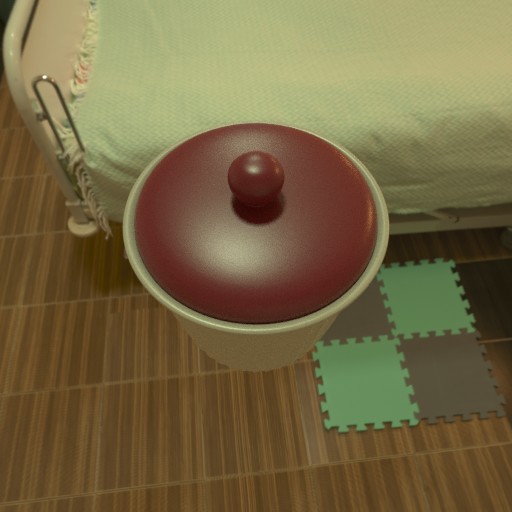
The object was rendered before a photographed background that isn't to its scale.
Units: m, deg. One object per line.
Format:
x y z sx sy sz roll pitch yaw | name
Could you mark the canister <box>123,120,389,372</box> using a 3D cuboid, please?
0.000 0.000 0.354 0.181 0.211 0.181 0 58 0 | canister
